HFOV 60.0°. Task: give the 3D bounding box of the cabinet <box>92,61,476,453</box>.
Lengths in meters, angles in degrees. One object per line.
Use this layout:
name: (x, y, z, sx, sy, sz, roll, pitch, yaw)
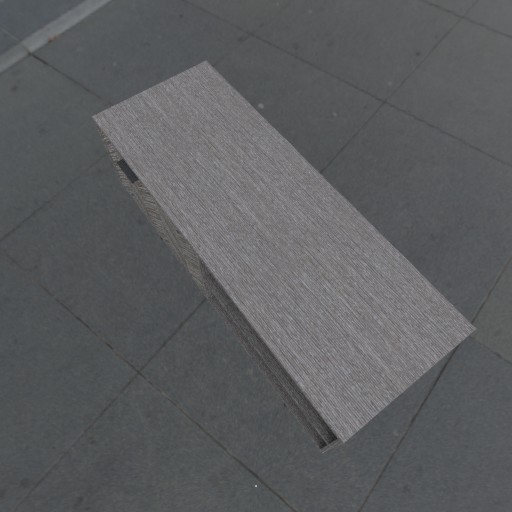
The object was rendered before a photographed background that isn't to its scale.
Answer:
cabinet: (0.000, 0.000, 1.619, 0.500, 0.599, 1.300, -33, 67, -16)
